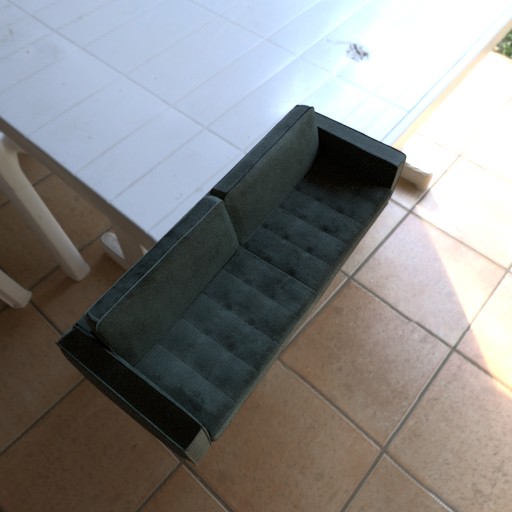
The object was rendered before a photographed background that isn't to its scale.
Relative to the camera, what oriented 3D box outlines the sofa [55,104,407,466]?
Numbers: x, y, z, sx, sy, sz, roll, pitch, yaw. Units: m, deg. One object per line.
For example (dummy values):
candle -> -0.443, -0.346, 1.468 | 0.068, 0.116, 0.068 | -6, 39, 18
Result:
sofa -> 0.000, 0.000, 2.656 | 0.886, 0.781, 2.214 | 31, 63, 18
